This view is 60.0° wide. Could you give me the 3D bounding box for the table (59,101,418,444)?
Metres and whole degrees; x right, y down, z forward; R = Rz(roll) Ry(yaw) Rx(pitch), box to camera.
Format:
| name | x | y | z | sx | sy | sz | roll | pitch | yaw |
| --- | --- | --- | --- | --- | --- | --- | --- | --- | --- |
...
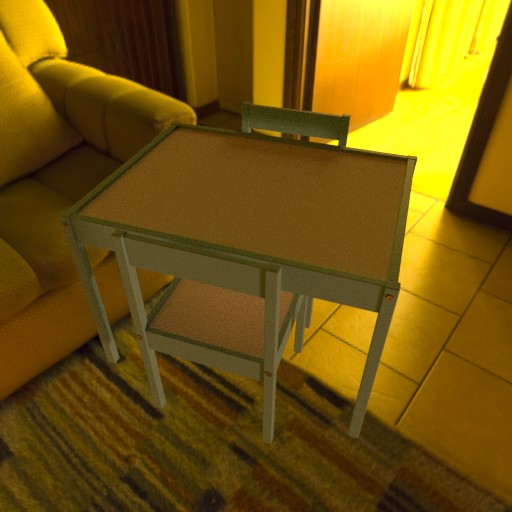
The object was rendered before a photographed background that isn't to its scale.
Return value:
| name | x | y | z | sx | sy | sz | roll | pitch | yaw |
| --- | --- | --- | --- | --- | --- | --- | --- | --- | --- |
| table | 0.000 | 0.000 | 1.074 | 0.639 | 0.503 | 0.633 | 12 | 41 | 15 |
